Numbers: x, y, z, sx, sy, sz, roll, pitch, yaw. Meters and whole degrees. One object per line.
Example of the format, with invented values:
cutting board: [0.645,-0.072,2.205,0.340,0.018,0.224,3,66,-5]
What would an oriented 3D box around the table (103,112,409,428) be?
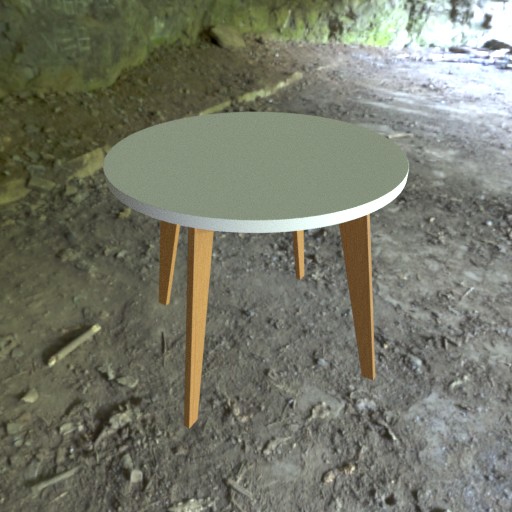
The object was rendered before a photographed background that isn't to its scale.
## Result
table: [0.000,0.000,1.557,0.896,0.762,0.896,0,33,0]
